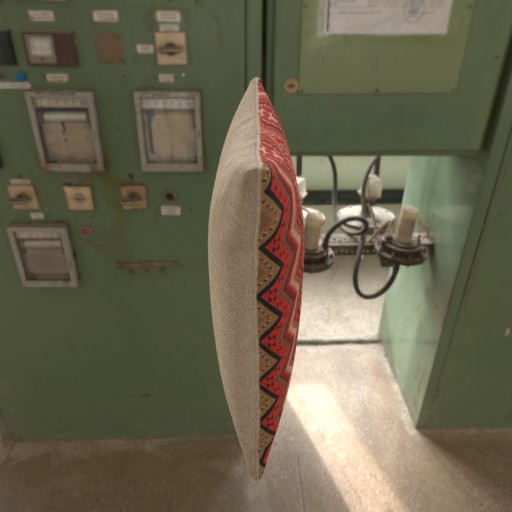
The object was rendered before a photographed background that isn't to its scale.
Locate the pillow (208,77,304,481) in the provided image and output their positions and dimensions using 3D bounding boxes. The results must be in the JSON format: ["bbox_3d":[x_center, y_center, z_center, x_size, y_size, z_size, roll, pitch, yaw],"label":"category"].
[{"bbox_3d":[0.000,0.000,0.777,0.158,0.511,0.513,0,31,0],"label":"pillow"}]
